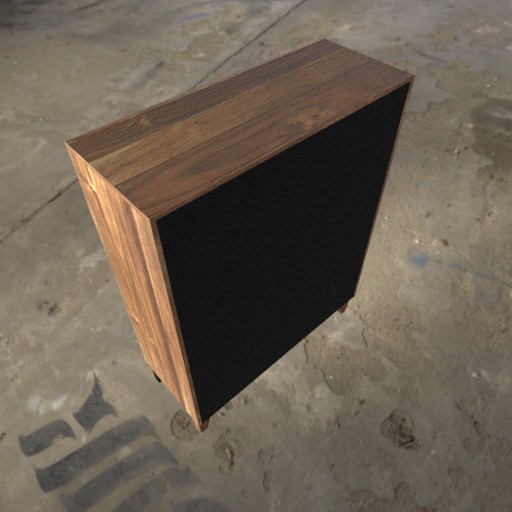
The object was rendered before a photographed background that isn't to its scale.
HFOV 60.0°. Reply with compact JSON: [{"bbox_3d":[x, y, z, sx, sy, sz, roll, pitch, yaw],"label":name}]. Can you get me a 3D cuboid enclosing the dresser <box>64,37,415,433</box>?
[{"bbox_3d":[0.000,0.000,1.885,1.062,1.393,0.442,-34,56,-27],"label":"dresser"}]
